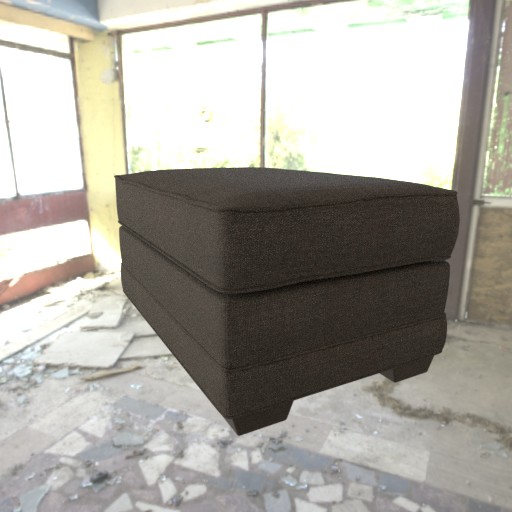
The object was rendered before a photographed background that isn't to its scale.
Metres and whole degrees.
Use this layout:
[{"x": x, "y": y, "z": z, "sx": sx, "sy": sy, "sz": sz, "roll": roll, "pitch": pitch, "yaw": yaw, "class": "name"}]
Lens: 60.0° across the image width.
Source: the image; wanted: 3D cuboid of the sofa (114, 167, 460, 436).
[{"x": 0.000, "y": 0.000, "z": 1.221, "sx": 0.578, "sy": 0.457, "sz": 0.854, "roll": -8, "pitch": 16, "yaw": -28, "class": "sofa"}]
